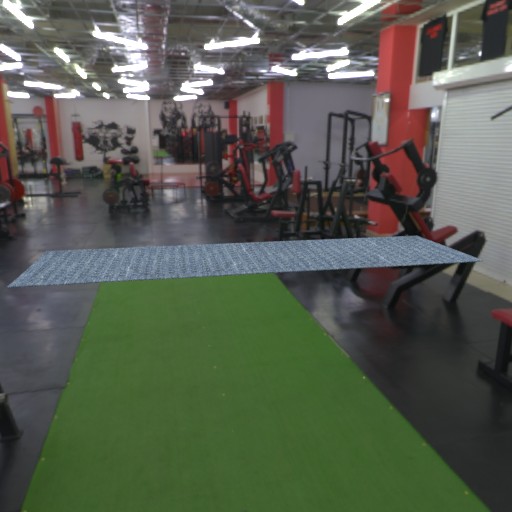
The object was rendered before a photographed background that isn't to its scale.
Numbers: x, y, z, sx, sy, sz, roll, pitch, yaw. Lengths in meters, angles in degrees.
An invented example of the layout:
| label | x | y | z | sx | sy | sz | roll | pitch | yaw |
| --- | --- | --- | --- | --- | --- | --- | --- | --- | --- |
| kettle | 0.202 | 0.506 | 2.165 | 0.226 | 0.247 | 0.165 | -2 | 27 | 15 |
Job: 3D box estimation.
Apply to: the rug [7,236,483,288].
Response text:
| label | x | y | z | sx | sy | sz | roll | pitch | yaw |
| --- | --- | --- | --- | --- | --- | --- | --- | --- | --- |
| rug | 0.000 | 0.000 | 2.569 | 2.443 | 0.008 | 0.688 | -3 | 15 | -10 |
